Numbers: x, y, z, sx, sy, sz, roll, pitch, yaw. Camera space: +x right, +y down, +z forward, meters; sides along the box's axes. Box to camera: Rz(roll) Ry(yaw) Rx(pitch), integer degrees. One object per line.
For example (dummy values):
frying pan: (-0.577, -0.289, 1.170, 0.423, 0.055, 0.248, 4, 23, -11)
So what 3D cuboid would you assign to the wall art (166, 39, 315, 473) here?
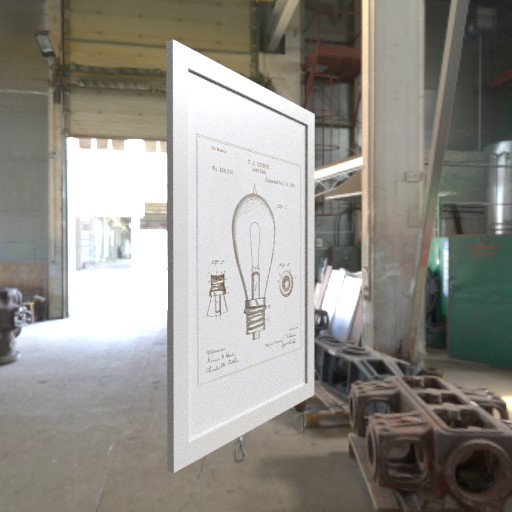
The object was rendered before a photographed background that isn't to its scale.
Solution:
wall art: (0.000, 0.000, 0.619, 0.010, 0.474, 0.325, 0, 1, 36)
